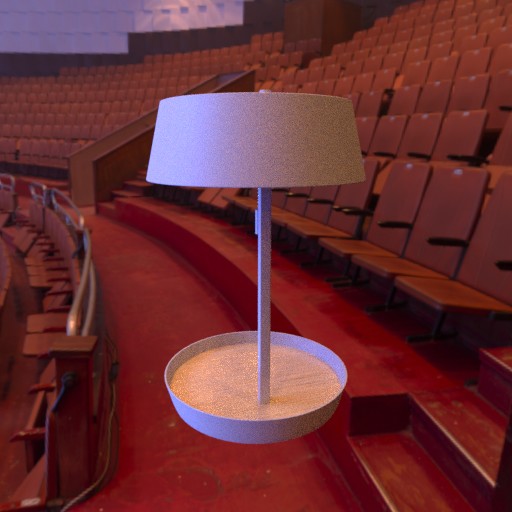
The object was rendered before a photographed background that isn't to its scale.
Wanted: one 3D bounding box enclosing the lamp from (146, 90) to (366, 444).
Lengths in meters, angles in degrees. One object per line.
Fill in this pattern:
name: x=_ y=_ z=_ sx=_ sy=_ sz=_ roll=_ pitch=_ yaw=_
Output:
lamp: x=0.000 y=0.000 z=0.629 sx=0.291 sy=0.429 sz=0.291 roll=0 pitch=14 yaw=0
